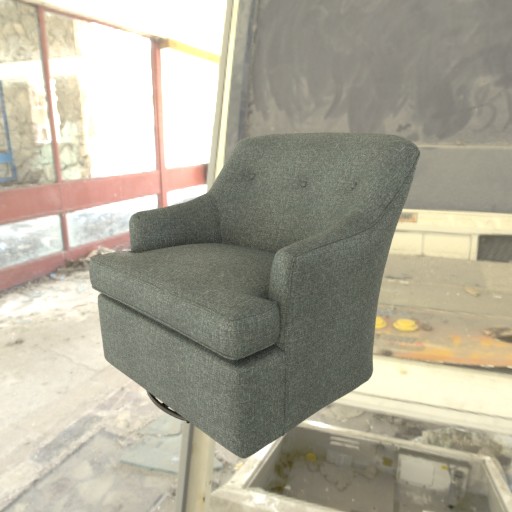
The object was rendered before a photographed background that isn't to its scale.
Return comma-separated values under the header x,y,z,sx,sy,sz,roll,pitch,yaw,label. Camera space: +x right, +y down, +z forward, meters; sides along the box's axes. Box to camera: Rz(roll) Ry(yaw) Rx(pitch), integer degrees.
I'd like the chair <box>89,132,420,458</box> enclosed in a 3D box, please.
x,y,z,sx,sy,sz,roll,pitch,yaw,label
0.000,0.000,1.591,0.923,0.856,0.864,-15,21,-43,chair
